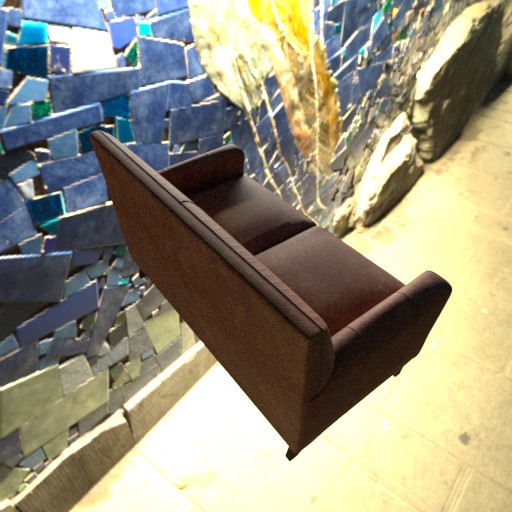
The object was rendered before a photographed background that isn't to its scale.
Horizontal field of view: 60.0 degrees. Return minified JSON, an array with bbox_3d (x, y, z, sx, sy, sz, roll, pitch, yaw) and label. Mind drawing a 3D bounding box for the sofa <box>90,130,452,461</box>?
[{"bbox_3d":[0.000,0.000,2.014,0.787,0.871,1.473,-26,47,-27],"label":"sofa"}]
